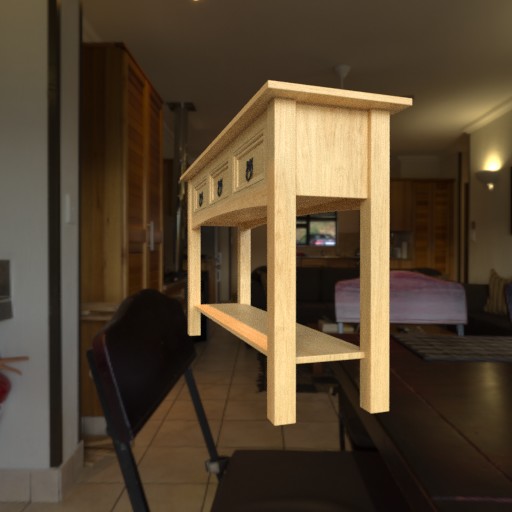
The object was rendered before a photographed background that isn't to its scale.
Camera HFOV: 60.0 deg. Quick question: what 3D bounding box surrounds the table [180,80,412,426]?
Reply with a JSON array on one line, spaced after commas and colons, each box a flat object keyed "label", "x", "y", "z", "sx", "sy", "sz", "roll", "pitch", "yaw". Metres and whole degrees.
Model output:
[{"label": "table", "x": 0.000, "y": 0.000, "z": 1.551, "sx": 0.350, "sy": 0.730, "sz": 1.240, "roll": 0, "pitch": 0, "yaw": -18}]
